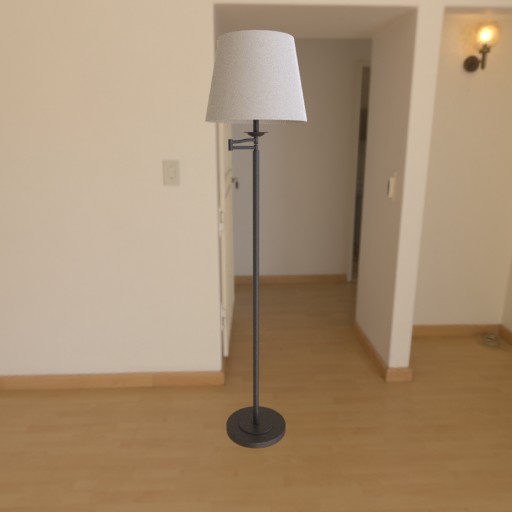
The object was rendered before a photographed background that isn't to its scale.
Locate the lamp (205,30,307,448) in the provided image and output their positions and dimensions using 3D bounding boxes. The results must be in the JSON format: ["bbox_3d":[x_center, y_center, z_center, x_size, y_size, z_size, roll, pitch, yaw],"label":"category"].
[{"bbox_3d":[0.000,0.000,1.641,0.348,1.473,0.348,-8,16,-27],"label":"lamp"}]
